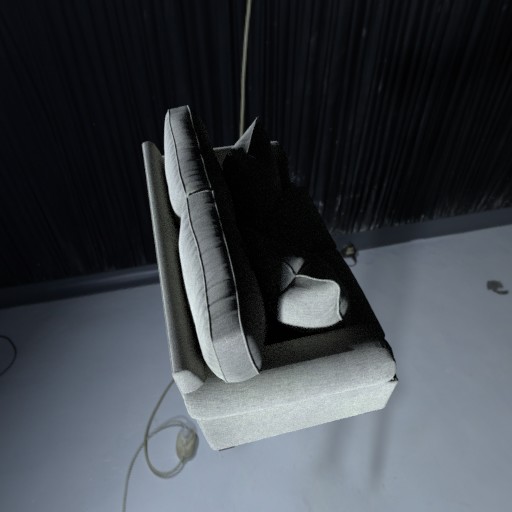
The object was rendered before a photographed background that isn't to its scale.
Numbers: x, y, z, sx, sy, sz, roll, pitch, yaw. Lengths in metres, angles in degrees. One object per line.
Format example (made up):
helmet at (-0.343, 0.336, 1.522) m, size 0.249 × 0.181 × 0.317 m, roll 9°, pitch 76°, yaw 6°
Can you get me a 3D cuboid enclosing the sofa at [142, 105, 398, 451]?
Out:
sofa at (0.000, 0.000, 2.310) m, size 0.966 × 0.966 × 1.701 m, roll -10°, pitch 47°, yaw -10°
